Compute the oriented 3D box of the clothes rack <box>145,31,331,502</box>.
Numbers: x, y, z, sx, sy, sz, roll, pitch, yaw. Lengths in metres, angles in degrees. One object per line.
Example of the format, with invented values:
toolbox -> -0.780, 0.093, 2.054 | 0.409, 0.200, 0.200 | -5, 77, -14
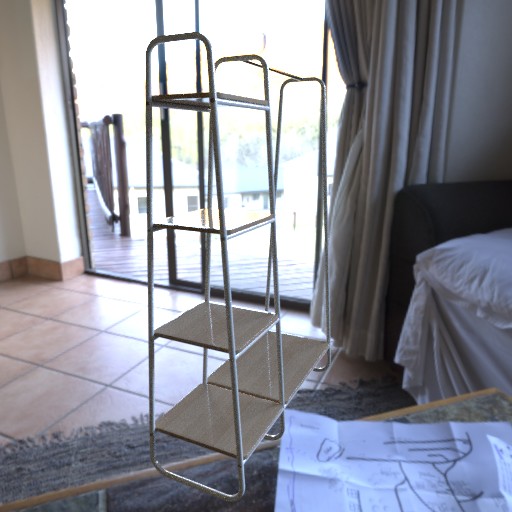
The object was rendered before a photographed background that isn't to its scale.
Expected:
clothes rack -> 0.000, 0.000, 1.841 | 0.400, 1.500, 1.011 | 7, 16, 25
